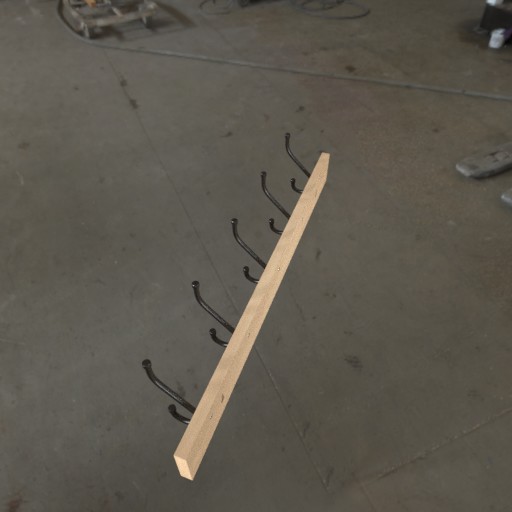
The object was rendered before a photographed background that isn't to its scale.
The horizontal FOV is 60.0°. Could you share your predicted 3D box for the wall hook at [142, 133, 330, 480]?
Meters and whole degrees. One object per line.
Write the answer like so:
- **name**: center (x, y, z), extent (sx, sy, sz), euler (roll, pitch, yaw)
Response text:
- **wall hook**: center (0.000, 0.000, 0.629), extent (0.071, 0.117, 0.571), euler (15, 48, 14)
